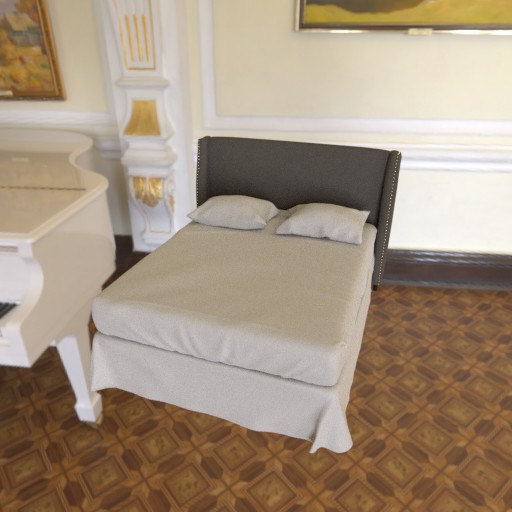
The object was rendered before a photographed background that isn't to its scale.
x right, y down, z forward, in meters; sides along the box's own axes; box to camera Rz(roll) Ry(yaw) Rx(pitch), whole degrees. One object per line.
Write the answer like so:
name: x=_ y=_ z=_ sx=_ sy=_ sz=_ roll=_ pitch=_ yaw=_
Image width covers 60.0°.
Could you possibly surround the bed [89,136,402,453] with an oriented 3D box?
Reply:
bed: x=0.000 y=0.000 z=3.489 sx=1.925 sy=1.332 sz=2.276 roll=9 pitch=28 yaw=17
